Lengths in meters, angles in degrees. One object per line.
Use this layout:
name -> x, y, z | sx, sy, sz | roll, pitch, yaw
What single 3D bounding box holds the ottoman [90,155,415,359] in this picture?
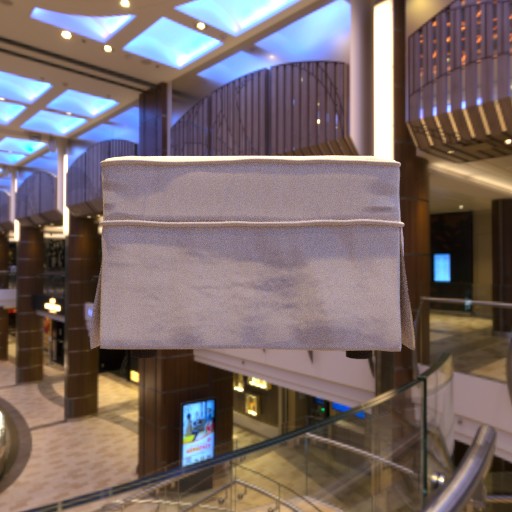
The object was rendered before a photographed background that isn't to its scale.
ottoman -> 0.000, 0.000, 1.373 | 0.703, 0.479, 0.944 | 0, -1, 1
